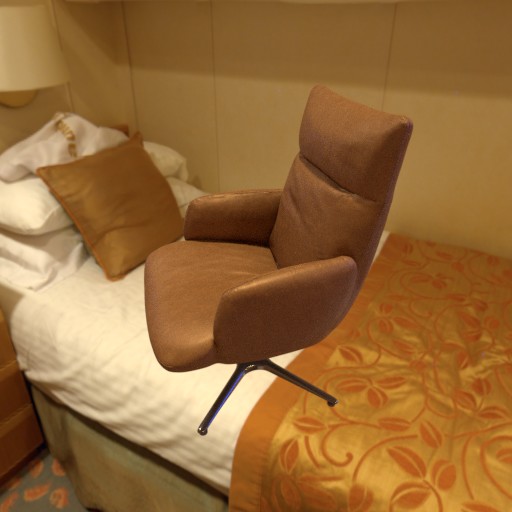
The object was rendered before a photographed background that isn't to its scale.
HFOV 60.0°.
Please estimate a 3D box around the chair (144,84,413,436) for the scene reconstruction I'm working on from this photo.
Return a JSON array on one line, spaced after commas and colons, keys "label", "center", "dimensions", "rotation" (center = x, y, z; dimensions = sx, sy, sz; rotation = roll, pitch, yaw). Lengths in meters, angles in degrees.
[{"label": "chair", "center": [0.000, 0.000, 1.546], "dimensions": [0.794, 1.027, 0.711], "rotation": [-8, 30, -13]}]
